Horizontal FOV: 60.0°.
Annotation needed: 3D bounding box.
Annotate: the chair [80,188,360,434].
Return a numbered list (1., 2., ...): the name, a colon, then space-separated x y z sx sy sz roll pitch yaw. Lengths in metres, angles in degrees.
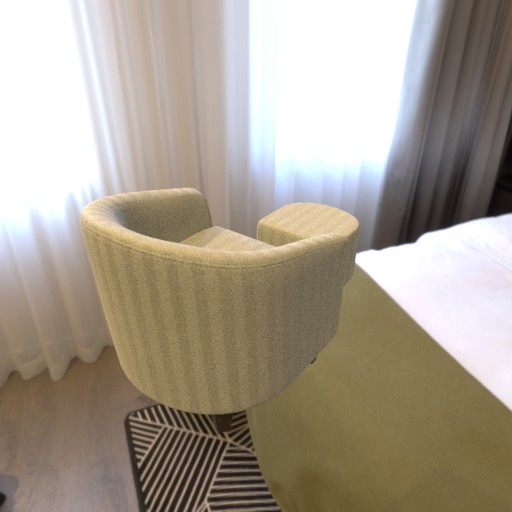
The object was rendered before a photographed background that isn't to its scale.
1. chair: 0.000 0.000 1.768 0.756 0.757 1.288 21 37 31
